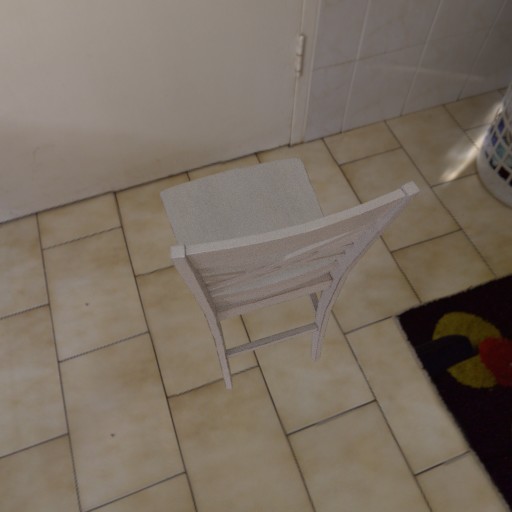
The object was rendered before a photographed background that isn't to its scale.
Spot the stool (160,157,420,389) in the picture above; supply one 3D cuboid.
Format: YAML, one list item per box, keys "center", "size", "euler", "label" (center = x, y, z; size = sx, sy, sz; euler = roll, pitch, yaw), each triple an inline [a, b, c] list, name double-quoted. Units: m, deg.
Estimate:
- center: [0.000, 0.000, 1.353]
  size: [0.462, 1.079, 0.539]
  euler: [-16, 61, -9]
  label: "stool"
